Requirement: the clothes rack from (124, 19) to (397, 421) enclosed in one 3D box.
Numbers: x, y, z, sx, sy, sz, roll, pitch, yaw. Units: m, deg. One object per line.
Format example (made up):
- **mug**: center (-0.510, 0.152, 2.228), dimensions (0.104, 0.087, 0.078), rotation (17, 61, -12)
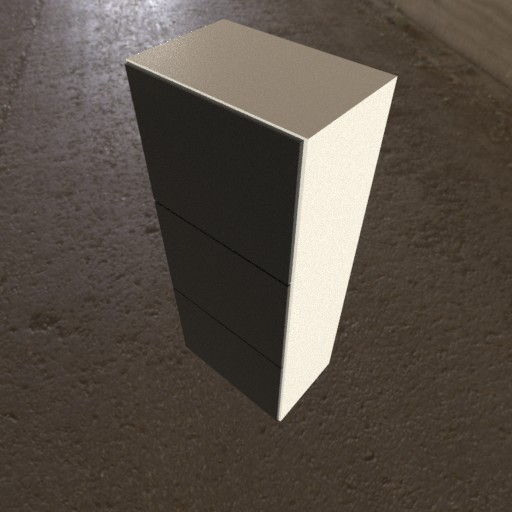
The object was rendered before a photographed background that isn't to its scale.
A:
- **clothes rack**: center (0.000, 0.000, 1.387), dimensions (0.500, 1.187, 0.330), rotation (32, 55, 26)
